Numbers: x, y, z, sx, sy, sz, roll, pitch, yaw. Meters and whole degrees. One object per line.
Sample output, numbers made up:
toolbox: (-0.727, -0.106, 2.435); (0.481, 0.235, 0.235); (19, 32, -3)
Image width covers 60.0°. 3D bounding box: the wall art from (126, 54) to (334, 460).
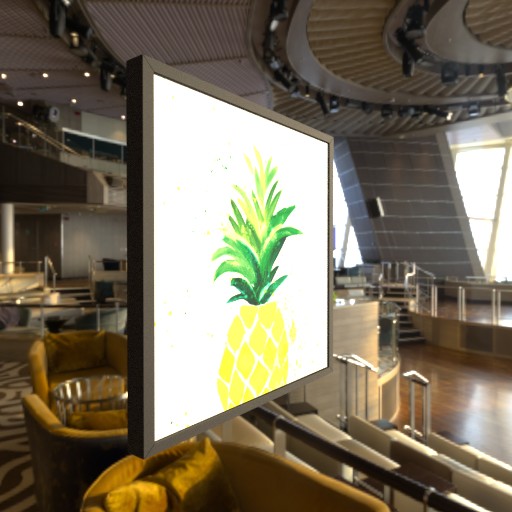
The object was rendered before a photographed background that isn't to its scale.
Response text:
wall art: (0.000, 0.000, 0.766); (0.033, 0.507, 0.508); (1, 1, 37)
